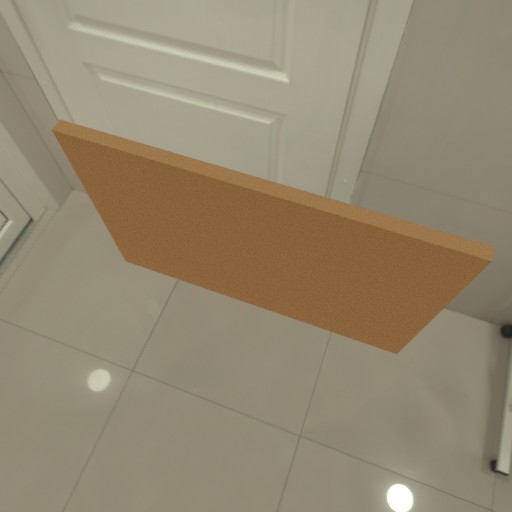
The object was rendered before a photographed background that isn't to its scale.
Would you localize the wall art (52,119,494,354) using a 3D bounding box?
[{"bbox_3d":[0.000,0.000,1.146,0.915,0.608,0.033,18,63,9],"label":"wall art"}]
